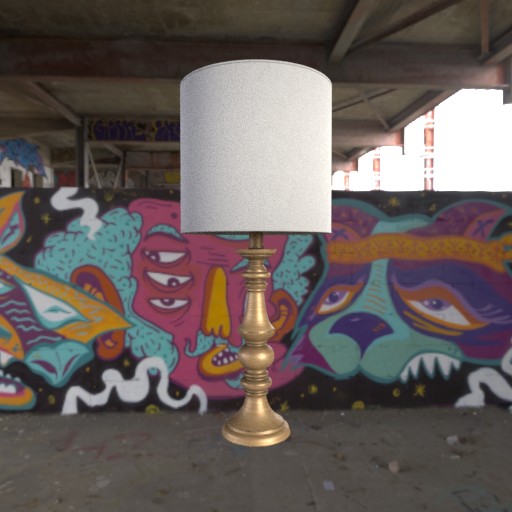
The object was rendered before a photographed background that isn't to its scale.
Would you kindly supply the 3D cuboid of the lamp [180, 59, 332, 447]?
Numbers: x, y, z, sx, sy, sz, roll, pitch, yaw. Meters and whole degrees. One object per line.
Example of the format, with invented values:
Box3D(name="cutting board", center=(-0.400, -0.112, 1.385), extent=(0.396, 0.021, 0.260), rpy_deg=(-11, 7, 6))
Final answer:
Box3D(name="lamp", center=(0.000, 0.000, 0.747), extent=(0.250, 0.597, 0.250), rpy_deg=(0, 1, 17))
